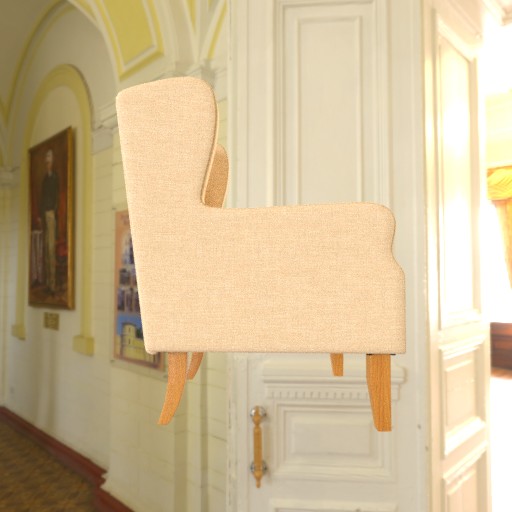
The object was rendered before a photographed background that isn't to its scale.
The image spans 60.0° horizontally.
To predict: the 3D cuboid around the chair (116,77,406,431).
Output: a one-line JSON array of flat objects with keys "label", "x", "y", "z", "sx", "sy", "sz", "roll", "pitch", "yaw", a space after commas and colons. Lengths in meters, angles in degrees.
[{"label": "chair", "x": 0.000, "y": 0.000, "z": 1.475, "sx": 0.760, "sy": 0.930, "sz": 0.710, "roll": 0, "pitch": -2, "yaw": -1}]
